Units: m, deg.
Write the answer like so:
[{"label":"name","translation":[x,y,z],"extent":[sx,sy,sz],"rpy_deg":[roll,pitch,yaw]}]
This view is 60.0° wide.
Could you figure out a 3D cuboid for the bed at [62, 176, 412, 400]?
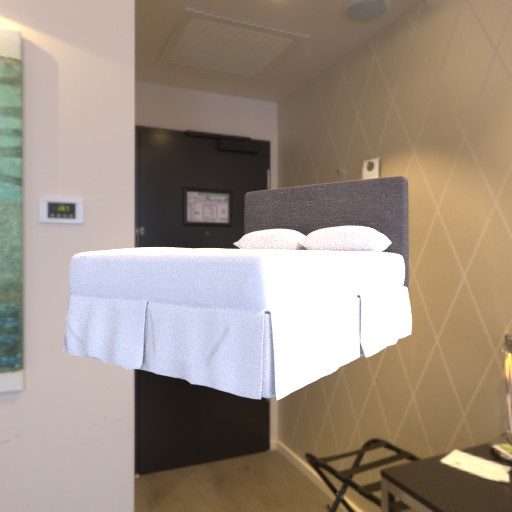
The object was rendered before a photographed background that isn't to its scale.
[{"label":"bed","translation":[0.000,0.000,3.269],"extent":[1.723,1.330,2.142],"rpy_deg":[0,0,36]}]
